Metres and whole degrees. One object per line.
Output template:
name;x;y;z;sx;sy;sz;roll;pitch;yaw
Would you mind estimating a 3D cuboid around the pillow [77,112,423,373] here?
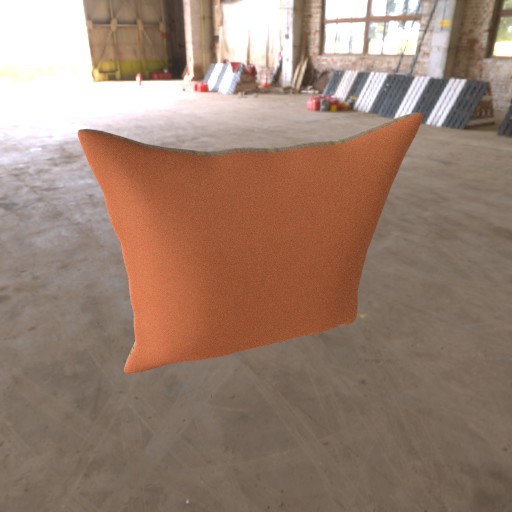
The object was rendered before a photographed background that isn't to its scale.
pillow;0.000;0.000;0.693;0.453;0.430;0.200;-8;27;-17
